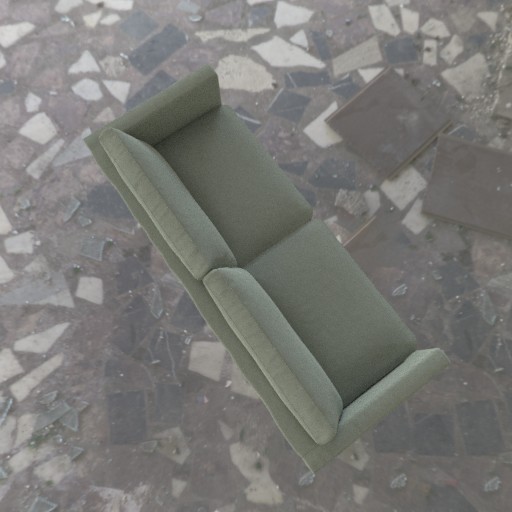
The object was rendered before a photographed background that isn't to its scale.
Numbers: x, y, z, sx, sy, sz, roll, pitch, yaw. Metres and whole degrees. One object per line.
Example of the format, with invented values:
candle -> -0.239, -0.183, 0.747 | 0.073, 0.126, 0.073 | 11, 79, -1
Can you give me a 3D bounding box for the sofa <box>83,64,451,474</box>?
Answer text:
sofa -> 0.000, 0.000, 2.768 | 0.962, 0.853, 2.312 | -35, 78, -9
